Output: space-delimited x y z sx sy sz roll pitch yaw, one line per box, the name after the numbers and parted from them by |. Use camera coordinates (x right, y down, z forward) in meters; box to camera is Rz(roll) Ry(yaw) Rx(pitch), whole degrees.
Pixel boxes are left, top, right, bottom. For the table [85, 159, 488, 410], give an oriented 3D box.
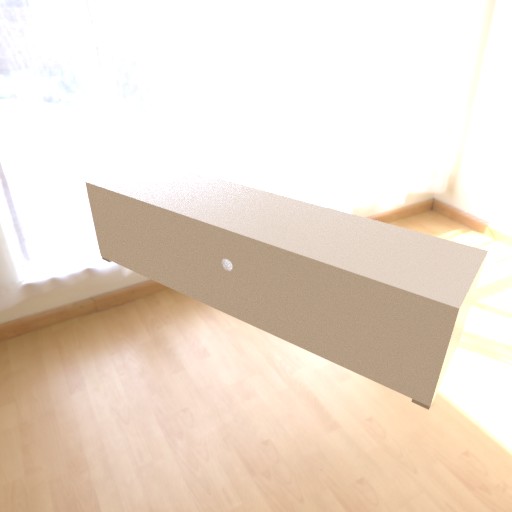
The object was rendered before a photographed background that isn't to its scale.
0.000 0.000 1.879 1.650 0.420 0.390 20 36 29 | table
